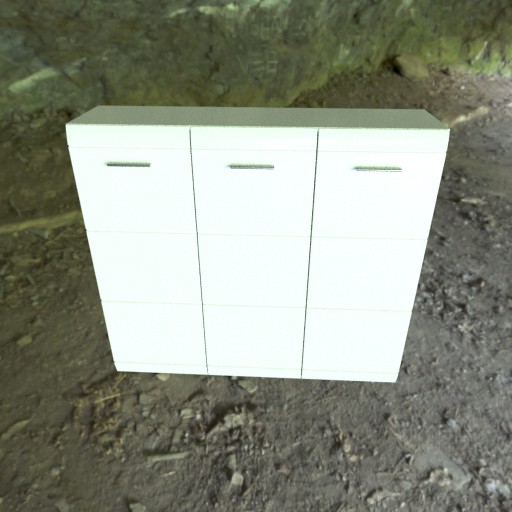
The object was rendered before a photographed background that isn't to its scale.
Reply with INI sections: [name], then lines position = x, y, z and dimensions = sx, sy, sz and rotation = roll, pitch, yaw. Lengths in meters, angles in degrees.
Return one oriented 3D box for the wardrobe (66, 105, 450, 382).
[wardrobe]
position = 0.000, 0.000, 1.963
dimensions = 1.340, 1.200, 0.360
rotation = 2, 30, 3
